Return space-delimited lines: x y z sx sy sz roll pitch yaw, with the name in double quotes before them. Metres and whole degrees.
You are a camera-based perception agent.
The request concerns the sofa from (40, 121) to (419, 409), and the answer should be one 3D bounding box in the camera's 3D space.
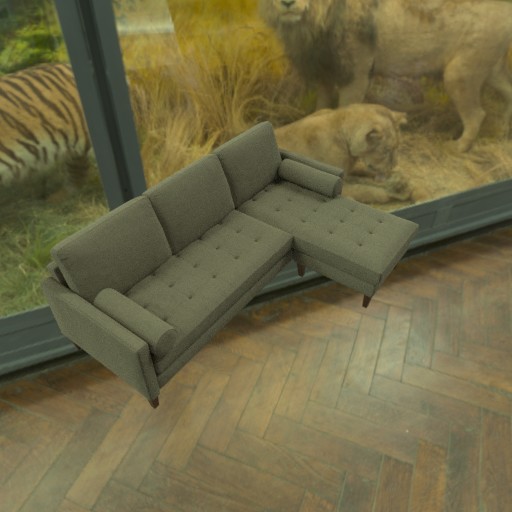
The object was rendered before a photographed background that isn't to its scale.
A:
"sofa" 0.000 0.000 2.964 1.506 0.875 2.178 26 48 26
